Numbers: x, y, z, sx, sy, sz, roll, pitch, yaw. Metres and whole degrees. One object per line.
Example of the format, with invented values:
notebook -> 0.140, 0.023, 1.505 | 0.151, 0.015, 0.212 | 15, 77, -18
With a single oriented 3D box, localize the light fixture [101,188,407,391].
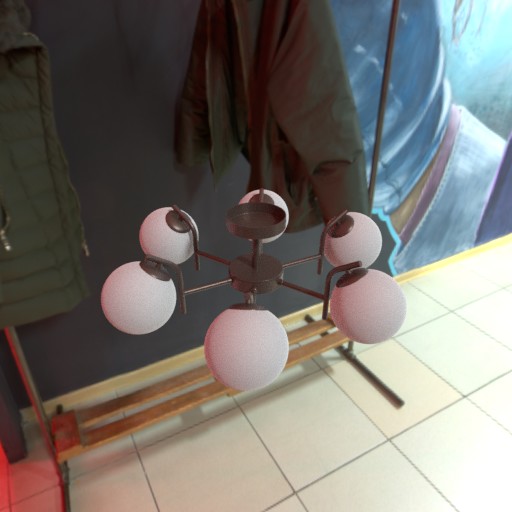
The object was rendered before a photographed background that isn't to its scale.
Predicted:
light fixture -> 0.000, 0.000, 0.967 | 0.662, 0.201, 0.662 | 0, 31, 0
